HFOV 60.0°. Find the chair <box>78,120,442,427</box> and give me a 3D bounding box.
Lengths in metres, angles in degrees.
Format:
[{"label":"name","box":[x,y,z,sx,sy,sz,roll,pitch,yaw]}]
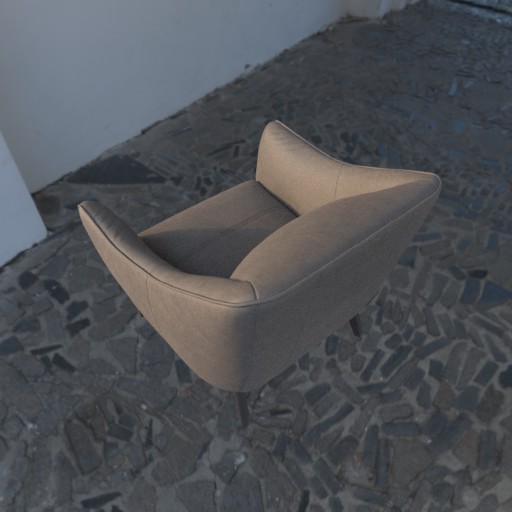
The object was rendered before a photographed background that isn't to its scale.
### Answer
[{"label":"chair","box":[0.000,0.000,1.548,0.871,0.830,0.852,-30,54,-26]}]
